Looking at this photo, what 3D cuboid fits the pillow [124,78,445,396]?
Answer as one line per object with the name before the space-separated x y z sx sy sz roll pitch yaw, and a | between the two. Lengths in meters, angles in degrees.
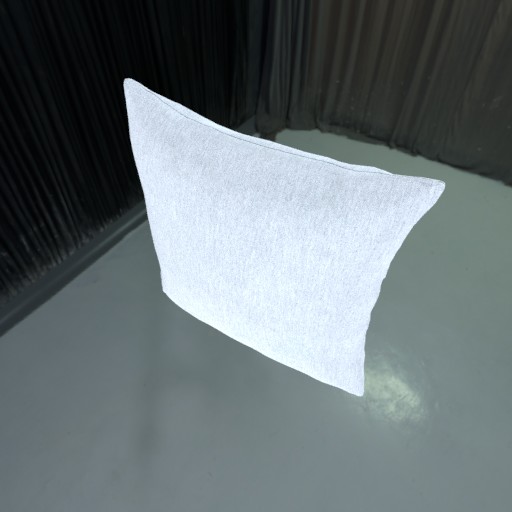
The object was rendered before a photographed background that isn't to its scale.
pillow | 0.000 0.000 0.671 0.433 0.436 0.173 25 51 21
